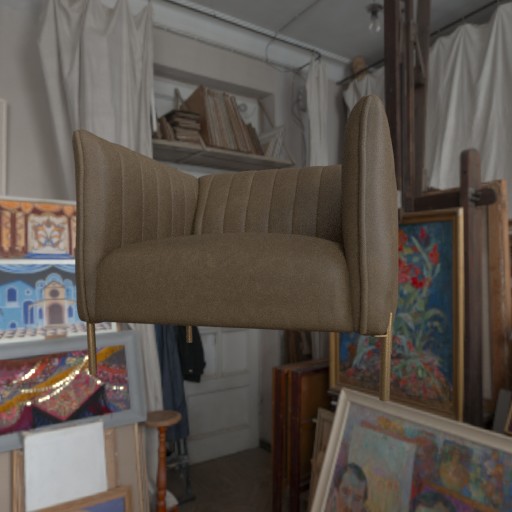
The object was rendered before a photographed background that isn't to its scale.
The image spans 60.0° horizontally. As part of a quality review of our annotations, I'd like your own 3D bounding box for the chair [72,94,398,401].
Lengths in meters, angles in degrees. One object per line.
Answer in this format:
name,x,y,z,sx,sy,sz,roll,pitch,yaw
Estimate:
chair,0.000,0.000,1.602,0.981,0.779,0.876,-1,-2,18
